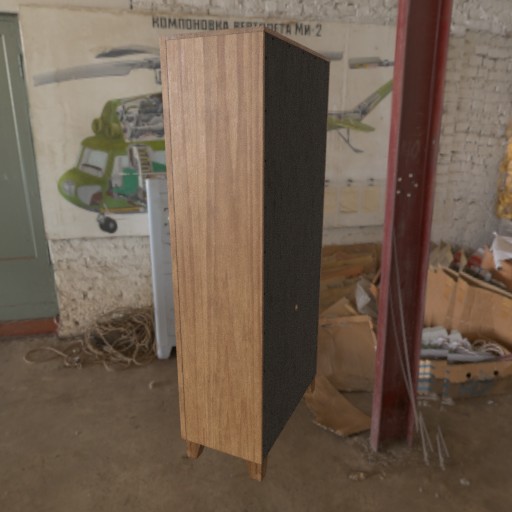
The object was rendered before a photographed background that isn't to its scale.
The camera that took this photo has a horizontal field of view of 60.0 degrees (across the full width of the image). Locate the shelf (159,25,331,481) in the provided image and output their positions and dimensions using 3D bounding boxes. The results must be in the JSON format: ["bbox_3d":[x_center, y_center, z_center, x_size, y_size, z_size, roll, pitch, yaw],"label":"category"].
[{"bbox_3d":[0.000,0.000,2.258,0.453,1.930,0.864,7,18,23],"label":"shelf"}]
